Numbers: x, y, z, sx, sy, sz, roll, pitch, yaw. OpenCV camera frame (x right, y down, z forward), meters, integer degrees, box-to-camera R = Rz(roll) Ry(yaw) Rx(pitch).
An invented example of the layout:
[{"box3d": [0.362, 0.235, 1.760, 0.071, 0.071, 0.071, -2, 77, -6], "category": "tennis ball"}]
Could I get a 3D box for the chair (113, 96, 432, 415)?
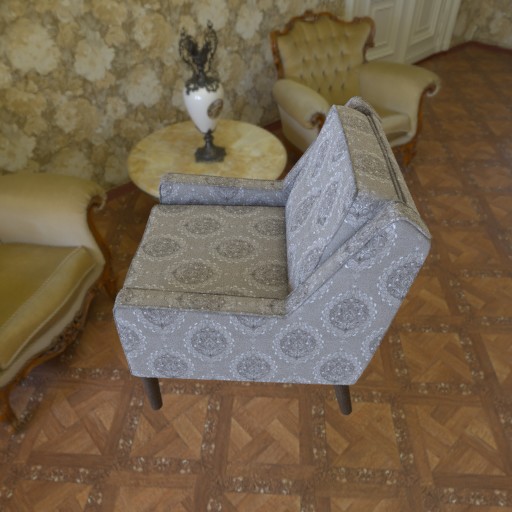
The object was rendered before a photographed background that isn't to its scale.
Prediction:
[{"box3d": [0.000, 0.000, 1.377, 0.750, 0.797, 0.665, 1, 41, 1], "category": "chair"}]
